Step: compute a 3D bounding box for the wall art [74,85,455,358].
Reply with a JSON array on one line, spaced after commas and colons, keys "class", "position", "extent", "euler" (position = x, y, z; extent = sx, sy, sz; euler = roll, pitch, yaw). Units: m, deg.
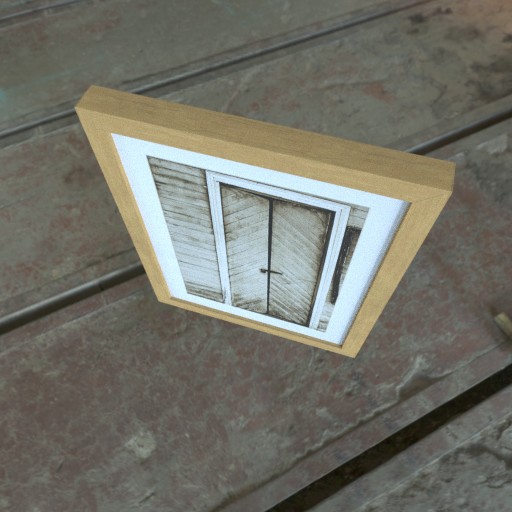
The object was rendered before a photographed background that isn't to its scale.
[{"class": "wall art", "position": [0.000, 0.000, 0.519], "extent": [0.312, 0.380, 0.030], "euler": [15, 60, 9]}]
